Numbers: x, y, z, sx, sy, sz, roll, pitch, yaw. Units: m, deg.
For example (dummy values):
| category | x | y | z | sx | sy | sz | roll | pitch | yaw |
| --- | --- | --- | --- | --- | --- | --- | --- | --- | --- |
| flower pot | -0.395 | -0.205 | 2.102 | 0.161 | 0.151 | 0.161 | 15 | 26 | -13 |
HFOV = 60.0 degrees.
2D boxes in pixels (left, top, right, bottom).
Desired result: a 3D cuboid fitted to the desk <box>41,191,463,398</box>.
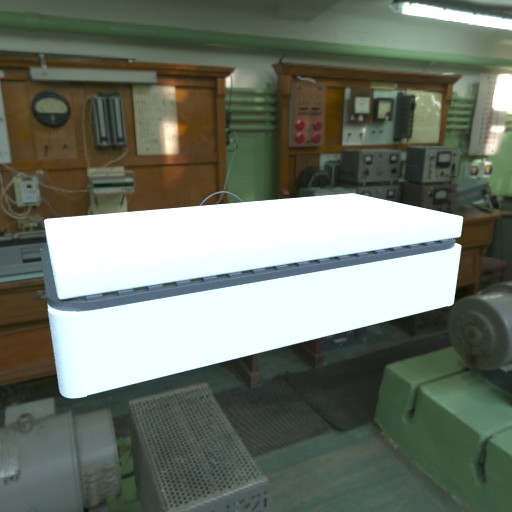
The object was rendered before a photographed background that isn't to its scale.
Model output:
| category | x | y | z | sx | sy | sz | roll | pitch | yaw |
| --- | --- | --- | --- | --- | --- | --- | --- | --- | --- |
| desk | 0.000 | 0.000 | 2.193 | 1.900 | 0.526 | 0.900 | -8 | 18 | -25 |
